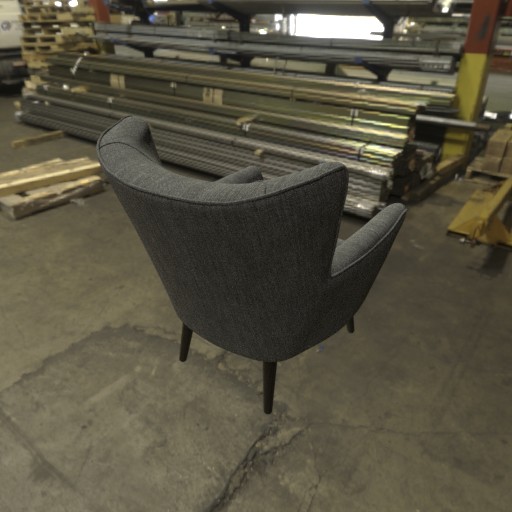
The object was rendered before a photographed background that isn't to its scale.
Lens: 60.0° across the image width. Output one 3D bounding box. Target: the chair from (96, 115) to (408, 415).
[{"bbox_3d":[0.000,0.000,1.572,0.781,0.933,0.888,21,37,32],"label":"chair"}]
